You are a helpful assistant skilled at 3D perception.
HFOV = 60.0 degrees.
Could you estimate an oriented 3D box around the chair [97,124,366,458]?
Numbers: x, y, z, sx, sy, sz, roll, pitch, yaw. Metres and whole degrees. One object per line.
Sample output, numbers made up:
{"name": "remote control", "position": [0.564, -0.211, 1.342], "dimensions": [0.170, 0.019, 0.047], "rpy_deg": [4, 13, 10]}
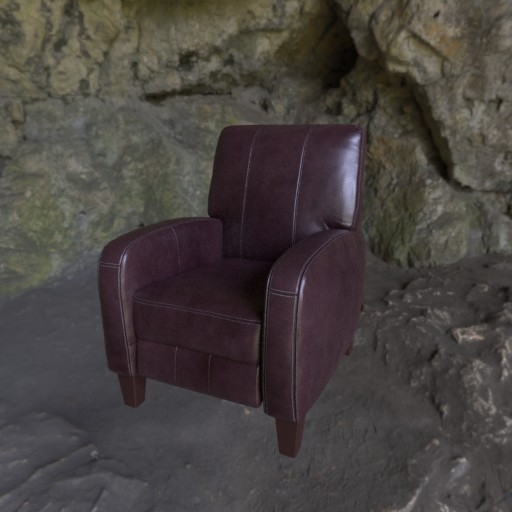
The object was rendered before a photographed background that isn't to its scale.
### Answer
{"name": "chair", "position": [0.000, 0.000, 1.724], "dimensions": [0.762, 0.990, 0.990], "rpy_deg": [7, 17, 24]}
